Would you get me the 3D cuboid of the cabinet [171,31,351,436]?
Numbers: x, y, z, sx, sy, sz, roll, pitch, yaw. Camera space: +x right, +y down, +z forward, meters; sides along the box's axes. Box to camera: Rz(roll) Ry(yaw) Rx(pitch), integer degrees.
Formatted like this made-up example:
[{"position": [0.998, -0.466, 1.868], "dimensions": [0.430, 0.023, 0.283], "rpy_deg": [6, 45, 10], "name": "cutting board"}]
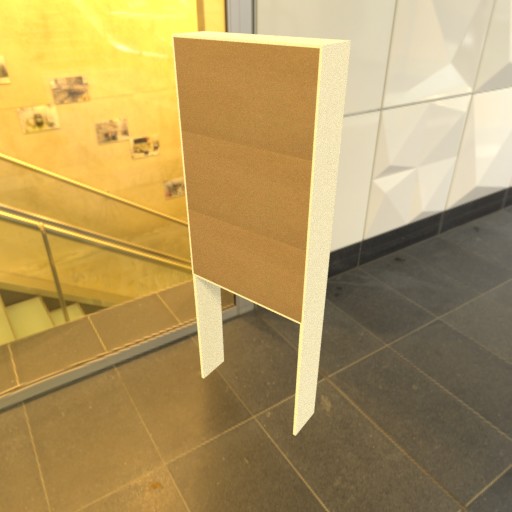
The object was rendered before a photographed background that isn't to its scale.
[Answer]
[{"position": [0.000, 0.000, 1.991], "dimensions": [0.643, 1.770, 0.192], "rpy_deg": [21, 37, 31], "name": "cabinet"}]
